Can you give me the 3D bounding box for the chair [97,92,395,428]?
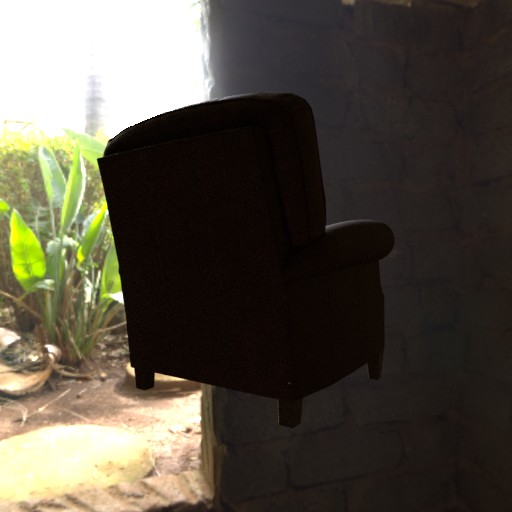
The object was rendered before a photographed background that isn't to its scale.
[{"bbox_3d":[0.000,0.000,1.757,0.936,1.018,0.986,0,0,35],"label":"chair"}]
